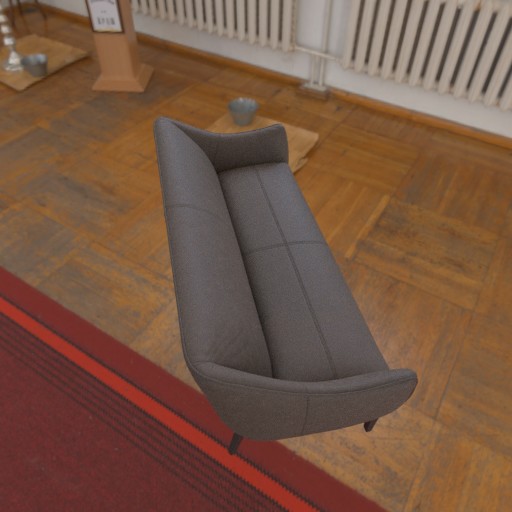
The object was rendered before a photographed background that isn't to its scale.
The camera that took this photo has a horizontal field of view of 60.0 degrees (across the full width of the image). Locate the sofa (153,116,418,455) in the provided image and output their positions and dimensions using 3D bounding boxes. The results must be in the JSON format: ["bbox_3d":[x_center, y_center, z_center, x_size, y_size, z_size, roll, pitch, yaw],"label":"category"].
[{"bbox_3d":[0.000,0.000,2.373,0.869,0.831,1.928,-9,46,-9],"label":"sofa"}]
